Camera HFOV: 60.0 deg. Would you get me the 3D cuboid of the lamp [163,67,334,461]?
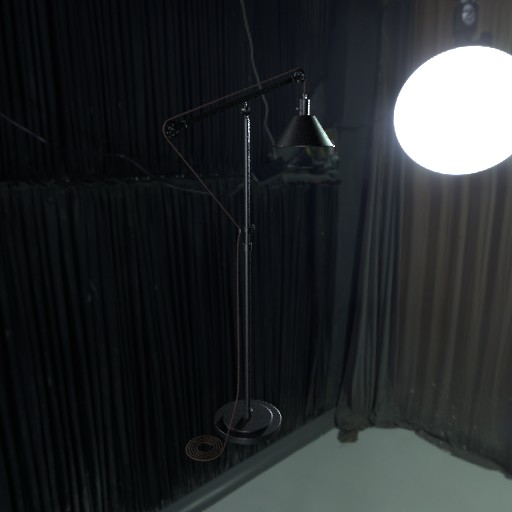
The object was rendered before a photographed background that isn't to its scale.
[{"bbox_3d":[0.000,0.000,1.970,0.904,1.626,0.319,-13,19,-43],"label":"lamp"}]
